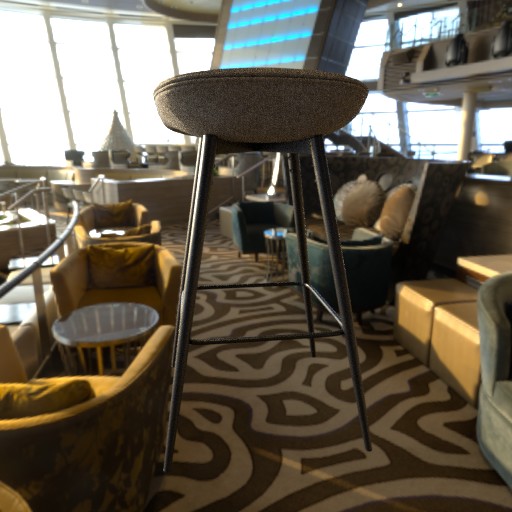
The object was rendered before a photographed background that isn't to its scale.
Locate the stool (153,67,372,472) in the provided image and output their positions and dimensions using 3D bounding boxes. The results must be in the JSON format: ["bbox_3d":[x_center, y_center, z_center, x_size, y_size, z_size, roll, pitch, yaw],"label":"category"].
[{"bbox_3d":[0.000,0.000,1.106,0.469,0.814,0.480,-2,14,-8],"label":"stool"}]
